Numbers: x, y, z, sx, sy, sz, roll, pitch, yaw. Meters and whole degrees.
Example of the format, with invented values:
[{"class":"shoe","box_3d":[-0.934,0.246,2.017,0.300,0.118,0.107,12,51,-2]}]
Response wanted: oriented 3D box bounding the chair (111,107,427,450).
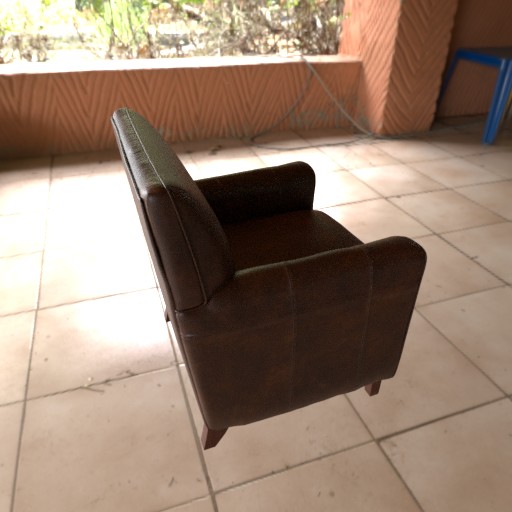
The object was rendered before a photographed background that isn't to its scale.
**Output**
[{"class":"chair","box_3d":[0.000,0.000,1.609,0.823,0.943,0.870,-11,33,-17]}]
